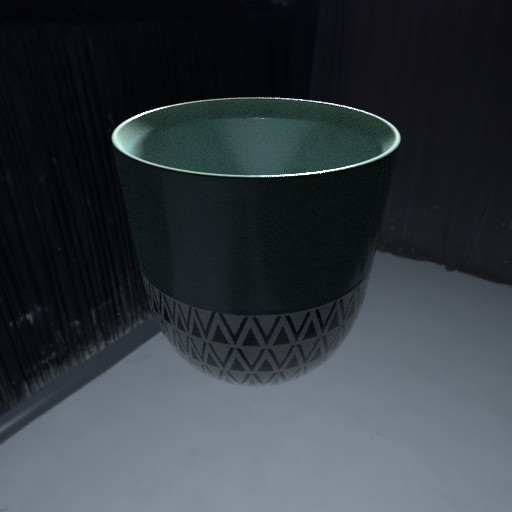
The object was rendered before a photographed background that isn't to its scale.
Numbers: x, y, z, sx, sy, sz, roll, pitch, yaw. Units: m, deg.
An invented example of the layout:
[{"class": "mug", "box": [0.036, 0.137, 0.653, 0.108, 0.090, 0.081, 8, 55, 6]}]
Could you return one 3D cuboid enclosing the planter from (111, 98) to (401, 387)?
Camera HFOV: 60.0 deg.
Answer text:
[{"class": "planter", "box": [0.000, 0.000, 0.370, 0.198, 0.214, 0.198, 0, 31, 0]}]
